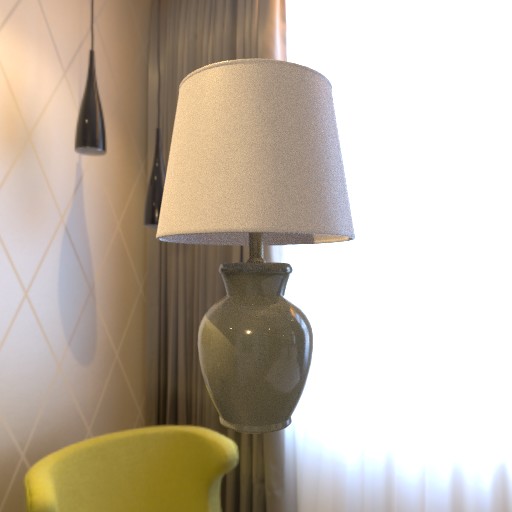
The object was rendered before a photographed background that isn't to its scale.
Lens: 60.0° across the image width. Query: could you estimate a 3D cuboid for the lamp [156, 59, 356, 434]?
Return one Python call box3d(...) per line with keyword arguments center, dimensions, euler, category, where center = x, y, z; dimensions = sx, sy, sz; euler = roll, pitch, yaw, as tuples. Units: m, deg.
box3d(center=(0.000, 0.000, 0.542), dimensions=(0.239, 0.399, 0.239), euler=(0, -2, 0), category="lamp")
